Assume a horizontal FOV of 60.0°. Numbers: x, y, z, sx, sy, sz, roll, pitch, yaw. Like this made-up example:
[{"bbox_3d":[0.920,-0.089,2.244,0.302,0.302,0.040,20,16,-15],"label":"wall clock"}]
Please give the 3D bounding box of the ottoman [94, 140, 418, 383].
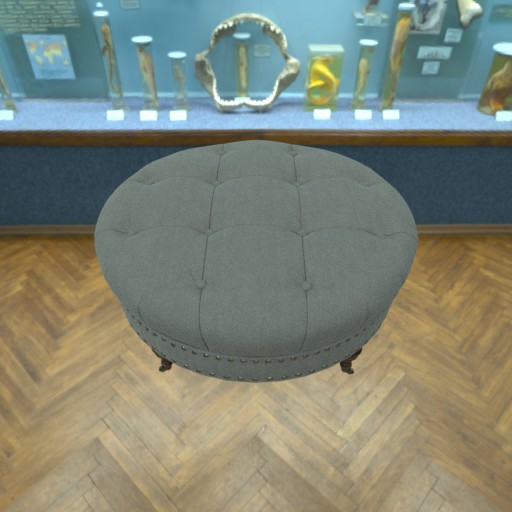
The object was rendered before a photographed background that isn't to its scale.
[{"bbox_3d":[0.000,0.000,1.377,0.901,0.439,0.901,0,41,0],"label":"ottoman"}]
